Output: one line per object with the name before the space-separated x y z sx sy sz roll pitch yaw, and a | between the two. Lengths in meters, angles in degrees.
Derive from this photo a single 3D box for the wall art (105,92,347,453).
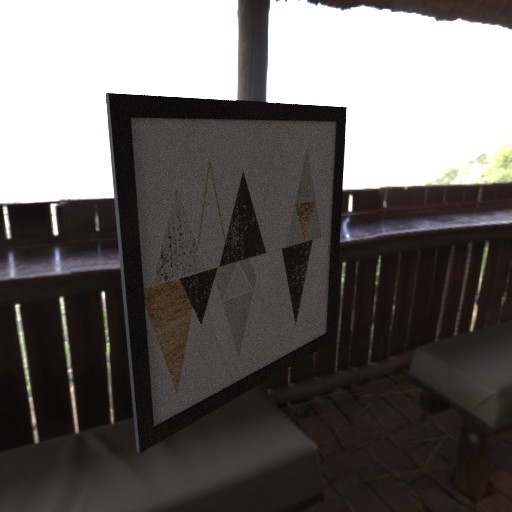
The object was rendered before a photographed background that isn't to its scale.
wall art | 0.000 0.000 1.248 0.013 0.823 0.823 15 22 42
